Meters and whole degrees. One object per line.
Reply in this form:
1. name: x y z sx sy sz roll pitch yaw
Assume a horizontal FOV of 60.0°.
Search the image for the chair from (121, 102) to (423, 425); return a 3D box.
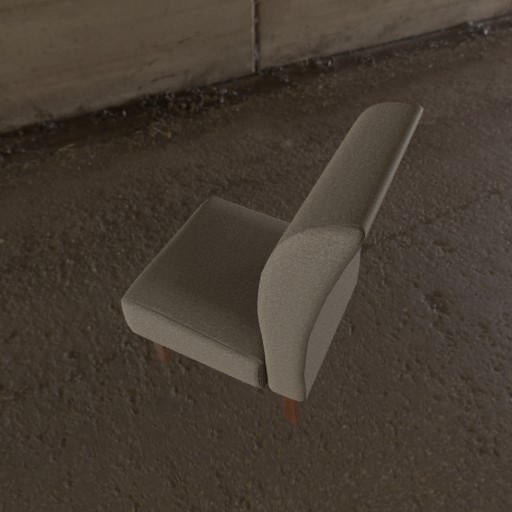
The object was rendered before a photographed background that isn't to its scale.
1. chair: 0.000 0.000 1.183 0.592 0.804 0.513 19 50 17
